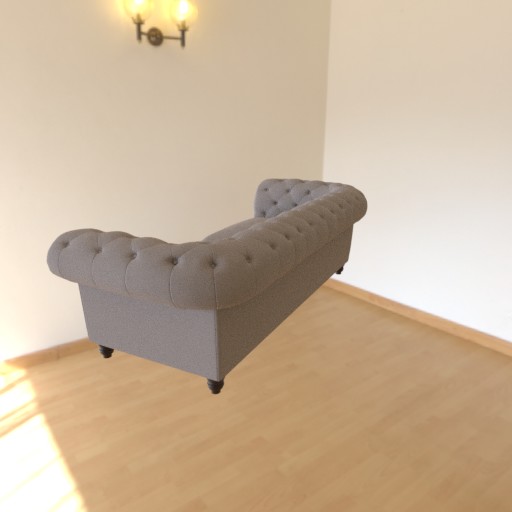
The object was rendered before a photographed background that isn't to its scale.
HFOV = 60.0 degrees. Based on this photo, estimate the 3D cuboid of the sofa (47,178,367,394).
[{"bbox_3d":[0.000,0.000,2.912,0.991,0.749,2.411,9,19,26],"label":"sofa"}]
